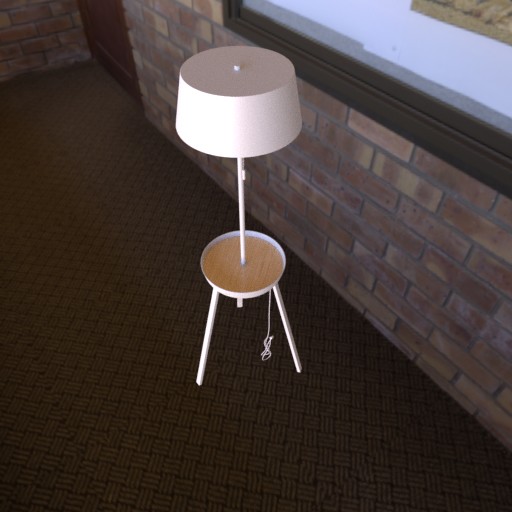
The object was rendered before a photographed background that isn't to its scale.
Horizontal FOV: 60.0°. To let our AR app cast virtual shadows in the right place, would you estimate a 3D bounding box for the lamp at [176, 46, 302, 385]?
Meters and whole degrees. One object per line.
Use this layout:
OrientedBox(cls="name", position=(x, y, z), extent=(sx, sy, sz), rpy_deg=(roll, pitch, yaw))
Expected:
OrientedBox(cls="lamp", position=(0.000, 0.000, 1.674), extent=(0.468, 1.429, 0.508), rpy_deg=(16, 49, 15))
